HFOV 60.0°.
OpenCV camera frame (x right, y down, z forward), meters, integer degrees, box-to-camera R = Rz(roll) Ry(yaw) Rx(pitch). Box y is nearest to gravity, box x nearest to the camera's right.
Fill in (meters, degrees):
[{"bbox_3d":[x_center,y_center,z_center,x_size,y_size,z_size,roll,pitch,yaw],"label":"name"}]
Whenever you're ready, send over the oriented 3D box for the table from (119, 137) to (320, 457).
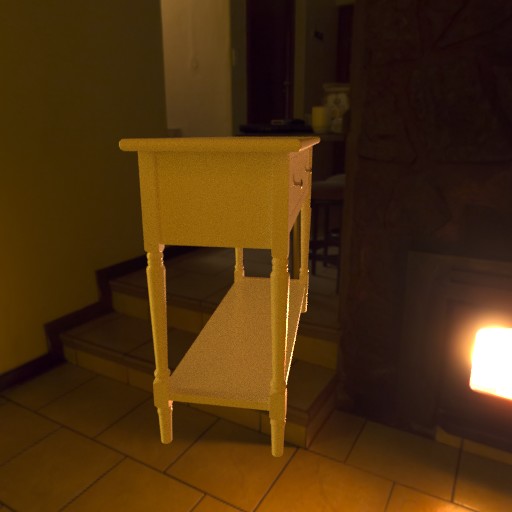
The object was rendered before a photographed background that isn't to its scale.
[{"bbox_3d":[0.000,0.000,1.576,0.386,0.814,1.191,3,15,9],"label":"table"}]
